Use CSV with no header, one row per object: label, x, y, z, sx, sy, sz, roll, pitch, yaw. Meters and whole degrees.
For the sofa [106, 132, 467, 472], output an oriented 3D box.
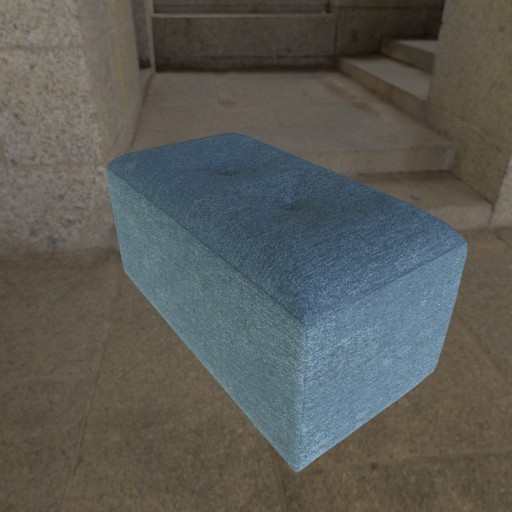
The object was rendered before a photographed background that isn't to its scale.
sofa,0.000,0.000,1.223,0.480,0.470,0.930,-21,38,-30
